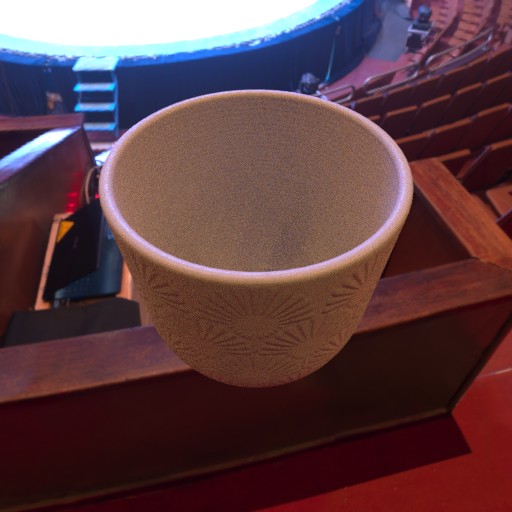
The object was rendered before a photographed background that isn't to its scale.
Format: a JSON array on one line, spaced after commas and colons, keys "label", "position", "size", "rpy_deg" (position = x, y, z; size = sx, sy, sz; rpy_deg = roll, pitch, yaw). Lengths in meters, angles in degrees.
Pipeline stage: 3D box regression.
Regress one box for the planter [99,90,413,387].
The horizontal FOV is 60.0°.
[{"label": "planter", "position": [0.000, 0.000, 0.299], "size": [0.170, 0.152, 0.170], "rpy_deg": [0, 48, 0]}]
